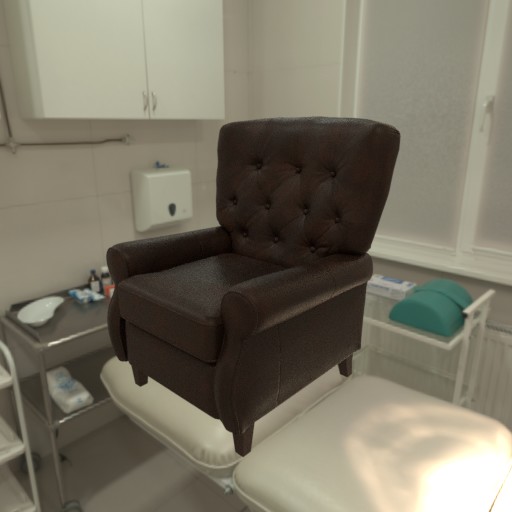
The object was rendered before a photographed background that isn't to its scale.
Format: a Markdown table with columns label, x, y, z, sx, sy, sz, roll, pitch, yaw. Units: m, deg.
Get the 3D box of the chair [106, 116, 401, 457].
| label | x | y | z | sx | sy | sz | roll | pitch | yaw |
| --- | --- | --- | --- | --- | --- | --- | --- | --- | --- |
| chair | 0.000 | 0.000 | 1.920 | 0.948 | 1.158 | 1.058 | 15 | 22 | 40 |
